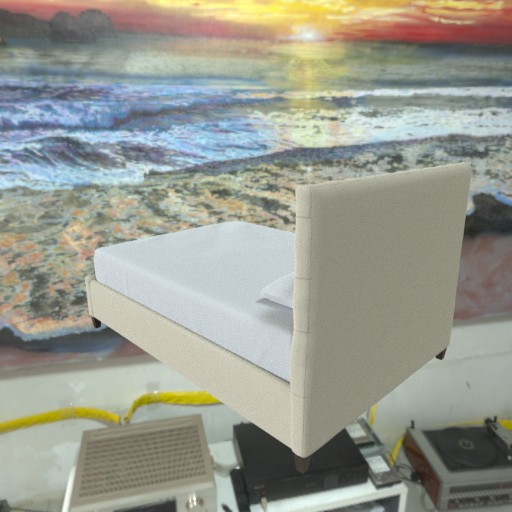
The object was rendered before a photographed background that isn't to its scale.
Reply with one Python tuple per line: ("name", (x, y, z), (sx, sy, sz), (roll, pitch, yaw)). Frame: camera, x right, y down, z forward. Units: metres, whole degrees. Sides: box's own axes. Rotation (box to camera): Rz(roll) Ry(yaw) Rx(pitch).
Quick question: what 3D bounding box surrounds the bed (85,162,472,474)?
("bed", (0.000, 0.000, 3.346), (1.698, 1.427, 2.387), (-16, 23, -42))
